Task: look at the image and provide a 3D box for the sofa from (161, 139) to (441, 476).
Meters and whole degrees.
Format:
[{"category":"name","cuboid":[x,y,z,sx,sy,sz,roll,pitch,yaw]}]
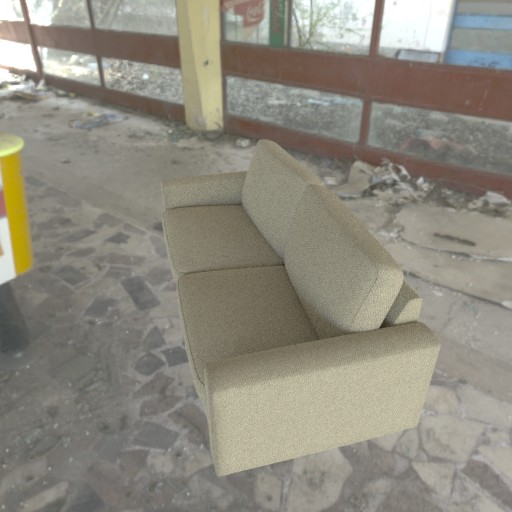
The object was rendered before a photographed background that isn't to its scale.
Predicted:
[{"category":"sofa","cuboid":[0.000,0.000,2.685,1.016,0.873,2.179,-8,32,-13]}]
